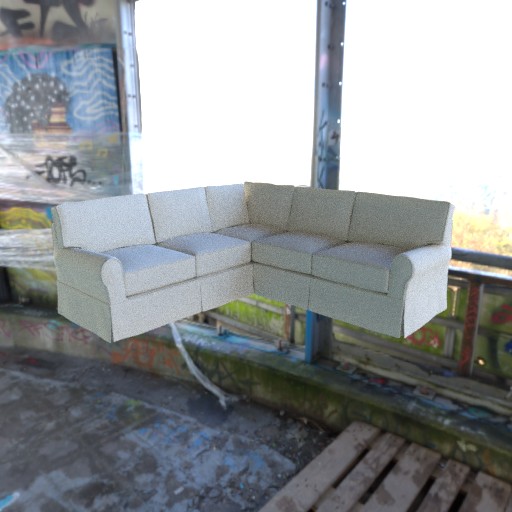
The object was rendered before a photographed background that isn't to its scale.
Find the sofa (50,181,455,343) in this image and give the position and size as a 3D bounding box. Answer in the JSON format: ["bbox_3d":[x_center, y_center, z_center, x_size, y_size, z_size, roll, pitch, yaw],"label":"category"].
[{"bbox_3d":[0.000,0.000,3.980,2.597,1.070,2.591,13,19,41],"label":"sofa"}]
